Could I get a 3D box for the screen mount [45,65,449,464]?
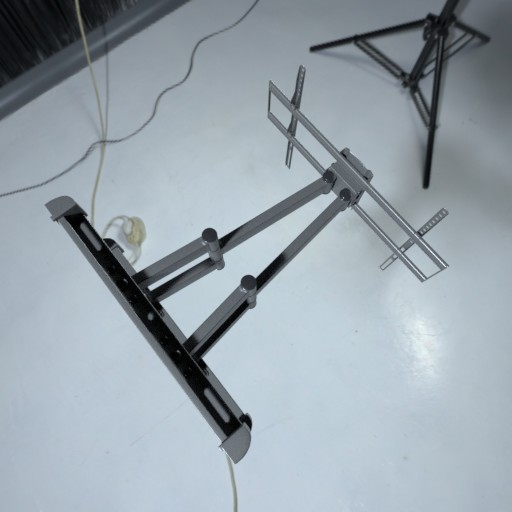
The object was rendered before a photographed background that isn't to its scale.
[{"bbox_3d":[0.000,0.000,1.130,0.644,0.491,0.661,-38,78,-10],"label":"screen mount"}]
